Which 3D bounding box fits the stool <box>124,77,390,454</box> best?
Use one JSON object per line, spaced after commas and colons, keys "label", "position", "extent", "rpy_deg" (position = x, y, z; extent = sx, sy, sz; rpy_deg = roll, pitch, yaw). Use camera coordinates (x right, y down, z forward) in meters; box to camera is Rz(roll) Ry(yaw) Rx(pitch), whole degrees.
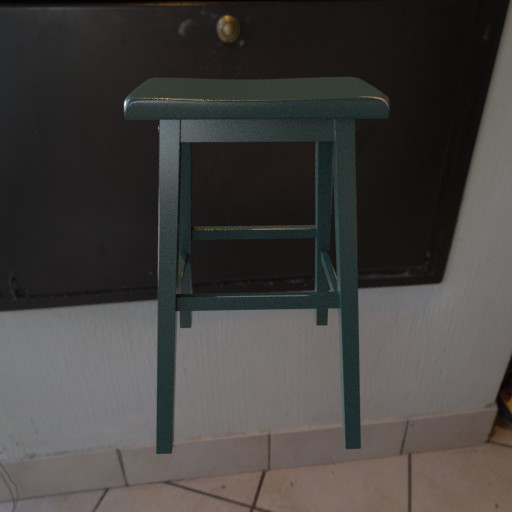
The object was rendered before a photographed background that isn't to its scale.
{"label": "stool", "position": [0.000, 0.000, 1.016], "extent": [0.457, 0.737, 0.476], "rpy_deg": [-1, 29, -1]}
